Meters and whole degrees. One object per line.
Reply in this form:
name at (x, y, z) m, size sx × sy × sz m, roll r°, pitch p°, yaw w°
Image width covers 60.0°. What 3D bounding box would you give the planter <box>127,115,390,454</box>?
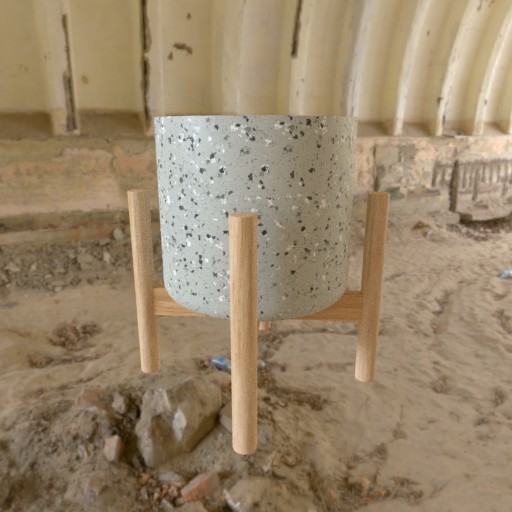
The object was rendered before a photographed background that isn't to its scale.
planter at (0.000, 0.000, 0.538) m, size 0.284 × 0.320 × 0.284 m, roll 8°, pitch 18°, yaw 26°
